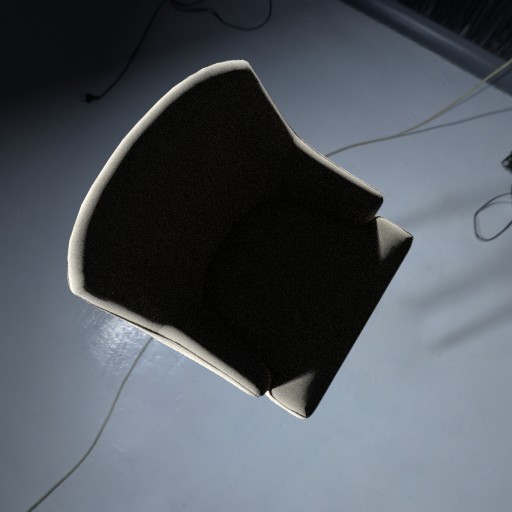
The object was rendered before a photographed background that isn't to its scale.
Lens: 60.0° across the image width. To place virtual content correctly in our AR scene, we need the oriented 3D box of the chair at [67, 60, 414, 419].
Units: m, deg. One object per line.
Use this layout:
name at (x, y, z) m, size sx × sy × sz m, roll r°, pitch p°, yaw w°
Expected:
chair at (0.000, 0.000, 1.601) m, size 0.923 × 0.856 × 0.864 m, roll 32°, pitch 79°, yaw 7°
